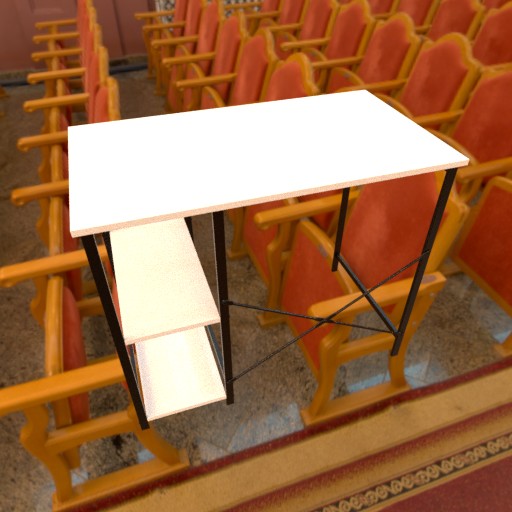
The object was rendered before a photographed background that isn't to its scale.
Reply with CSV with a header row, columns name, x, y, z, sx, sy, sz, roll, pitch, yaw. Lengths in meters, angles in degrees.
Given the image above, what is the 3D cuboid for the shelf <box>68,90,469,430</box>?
name,x,y,z,sx,sy,sz,roll,pitch,yaw
shelf,0.000,0.000,1.362,0.902,0.750,0.498,-12,41,-14
